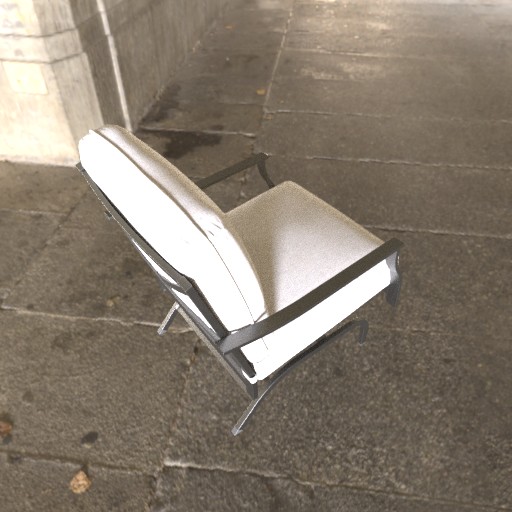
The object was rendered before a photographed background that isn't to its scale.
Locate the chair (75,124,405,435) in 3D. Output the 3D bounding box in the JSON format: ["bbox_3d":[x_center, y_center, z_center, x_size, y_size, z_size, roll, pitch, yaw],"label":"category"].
[{"bbox_3d":[0.000,0.000,1.397,0.787,0.860,0.650,-27,49,-27],"label":"chair"}]
